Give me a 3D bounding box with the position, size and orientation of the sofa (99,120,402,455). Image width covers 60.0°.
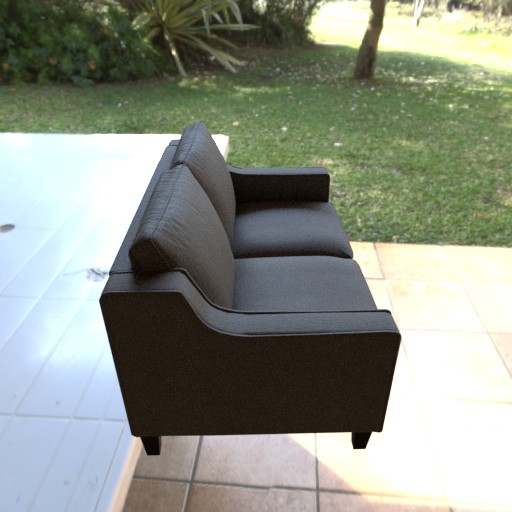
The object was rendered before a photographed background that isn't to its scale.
[{"bbox_3d":[0.000,0.000,2.137,0.985,0.981,1.503,-1,32,-1],"label":"sofa"}]
